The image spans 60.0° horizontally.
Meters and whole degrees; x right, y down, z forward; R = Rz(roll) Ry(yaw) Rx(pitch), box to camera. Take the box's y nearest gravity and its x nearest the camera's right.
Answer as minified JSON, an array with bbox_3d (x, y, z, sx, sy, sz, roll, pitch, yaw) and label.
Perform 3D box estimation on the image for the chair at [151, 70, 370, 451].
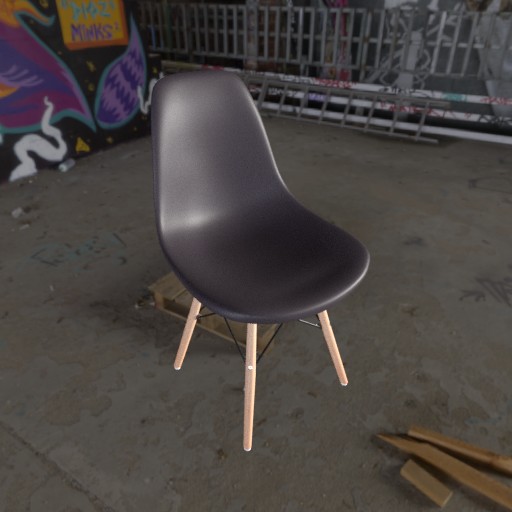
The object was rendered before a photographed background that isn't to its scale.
[{"bbox_3d":[0.000,0.000,1.141,0.470,0.825,0.533,-21,37,-32],"label":"chair"}]
